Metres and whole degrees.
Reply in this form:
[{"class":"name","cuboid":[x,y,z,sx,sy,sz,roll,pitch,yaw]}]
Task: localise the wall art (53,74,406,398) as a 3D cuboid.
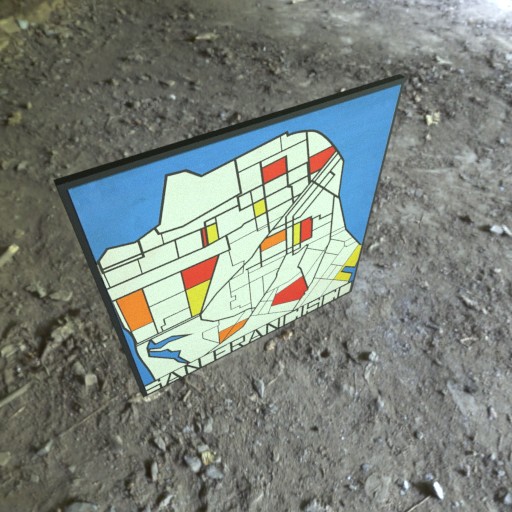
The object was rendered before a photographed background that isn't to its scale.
[{"class":"wall art","cuboid":[0.000,0.000,0.681,0.458,0.457,0.013,-23,51,-20]}]
